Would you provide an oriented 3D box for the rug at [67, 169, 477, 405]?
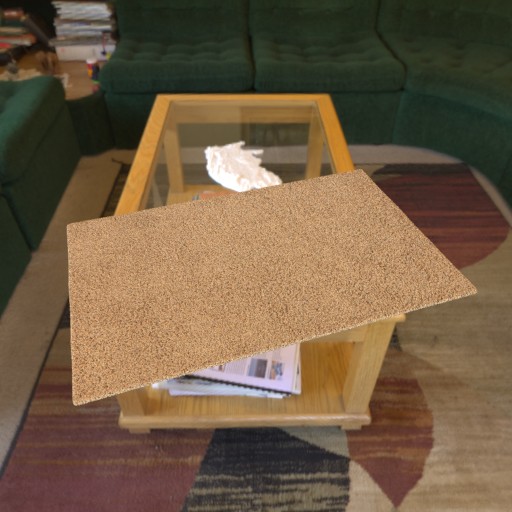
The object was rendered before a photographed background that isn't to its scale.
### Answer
[{"bbox_3d":[0.000,0.000,3.030,2.438,0.030,1.524,-13,44,-14],"label":"rug"}]
